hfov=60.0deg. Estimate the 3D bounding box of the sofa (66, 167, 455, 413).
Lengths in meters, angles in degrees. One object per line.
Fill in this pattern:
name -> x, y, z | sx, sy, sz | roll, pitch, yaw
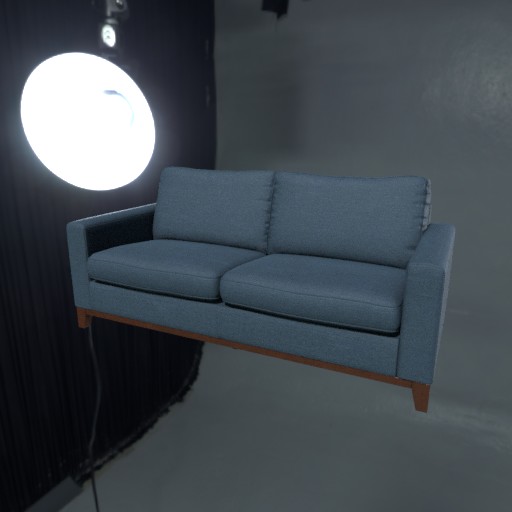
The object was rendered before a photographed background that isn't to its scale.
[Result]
sofa -> 0.000, 0.000, 2.375 | 1.900, 0.865, 0.877 | 7, 17, 25
